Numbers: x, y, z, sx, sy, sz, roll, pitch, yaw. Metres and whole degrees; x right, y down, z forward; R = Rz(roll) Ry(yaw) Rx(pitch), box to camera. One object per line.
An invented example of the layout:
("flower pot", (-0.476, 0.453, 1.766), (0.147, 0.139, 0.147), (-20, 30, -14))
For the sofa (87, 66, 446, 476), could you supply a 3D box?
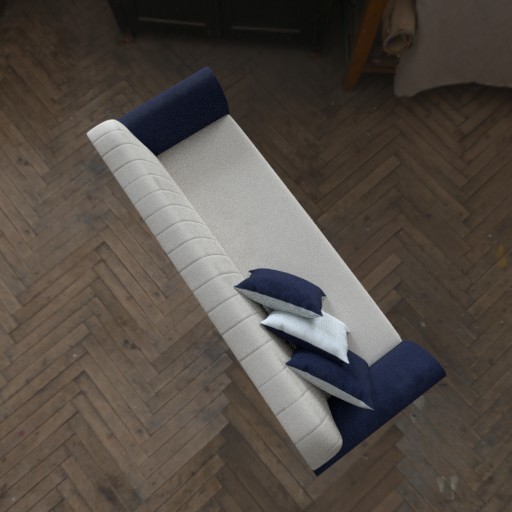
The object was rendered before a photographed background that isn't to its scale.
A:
("sofa", (0.000, 0.000, 2.341), (0.749, 0.789, 2.006), (-34, 78, -8))
